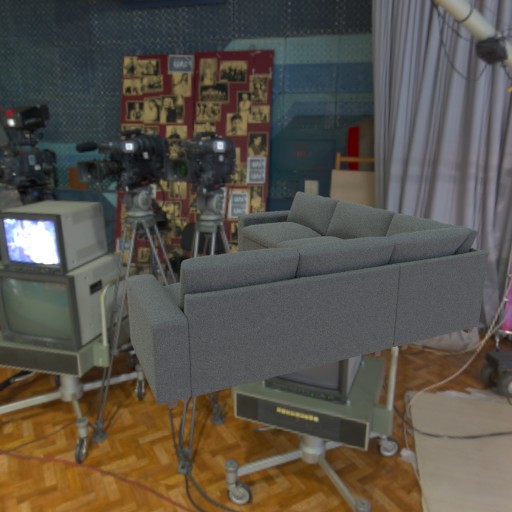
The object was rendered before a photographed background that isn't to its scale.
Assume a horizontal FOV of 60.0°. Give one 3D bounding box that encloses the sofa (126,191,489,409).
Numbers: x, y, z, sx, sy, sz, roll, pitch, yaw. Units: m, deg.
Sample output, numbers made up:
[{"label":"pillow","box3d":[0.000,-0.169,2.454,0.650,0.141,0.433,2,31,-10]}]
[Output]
[{"label":"sofa","box3d":[0.000,0.000,4.720,2.895,0.965,3.277,-7,17,-24]}]
